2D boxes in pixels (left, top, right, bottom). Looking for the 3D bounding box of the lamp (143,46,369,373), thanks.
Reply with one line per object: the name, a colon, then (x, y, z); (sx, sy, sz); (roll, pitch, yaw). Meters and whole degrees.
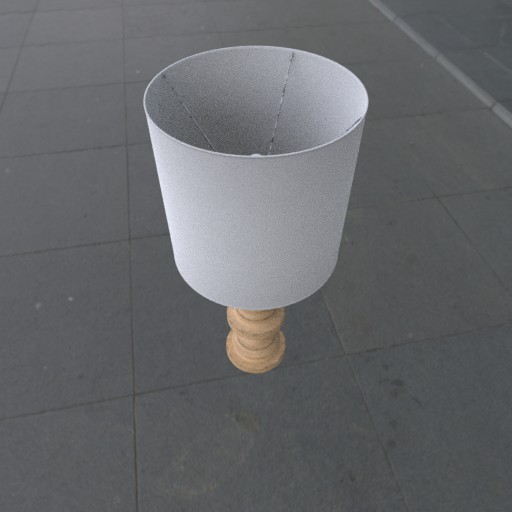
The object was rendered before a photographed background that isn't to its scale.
lamp: (0.000, 0.000, 0.584); (0.208, 0.455, 0.208); (2, 48, 2)
